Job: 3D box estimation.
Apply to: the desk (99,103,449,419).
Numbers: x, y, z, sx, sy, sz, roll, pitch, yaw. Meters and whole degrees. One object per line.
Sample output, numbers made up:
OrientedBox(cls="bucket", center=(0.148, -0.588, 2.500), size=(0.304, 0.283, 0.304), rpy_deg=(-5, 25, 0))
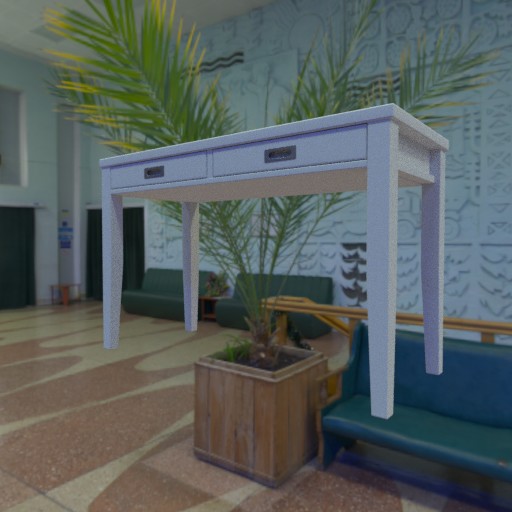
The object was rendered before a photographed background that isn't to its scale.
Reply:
OrientedBox(cls="desk", center=(0.000, 0.000, 1.647), size=(1.220, 0.775, 0.508), rpy_deg=(1, 2, 37))
